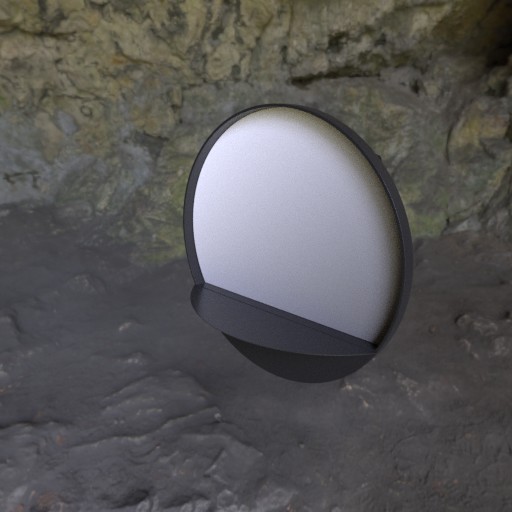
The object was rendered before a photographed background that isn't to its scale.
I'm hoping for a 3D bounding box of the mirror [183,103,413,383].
[{"bbox_3d":[0.000,0.000,0.700,0.457,0.457,0.133,15,23,40],"label":"mirror"}]
